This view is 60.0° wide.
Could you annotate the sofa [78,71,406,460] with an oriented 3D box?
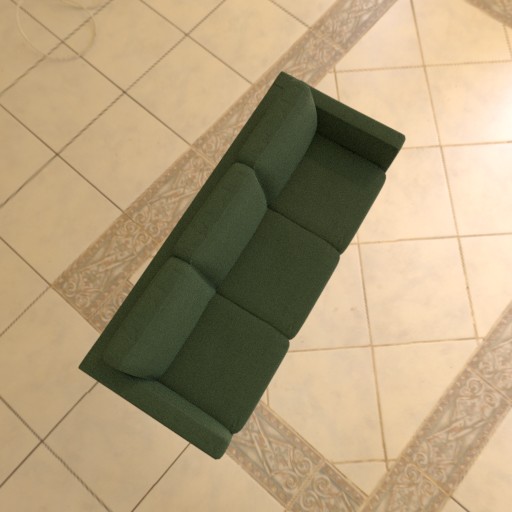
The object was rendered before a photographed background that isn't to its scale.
[{"bbox_3d":[0.000,0.000,2.605,0.879,0.899,2.029,31,78,7],"label":"sofa"}]
